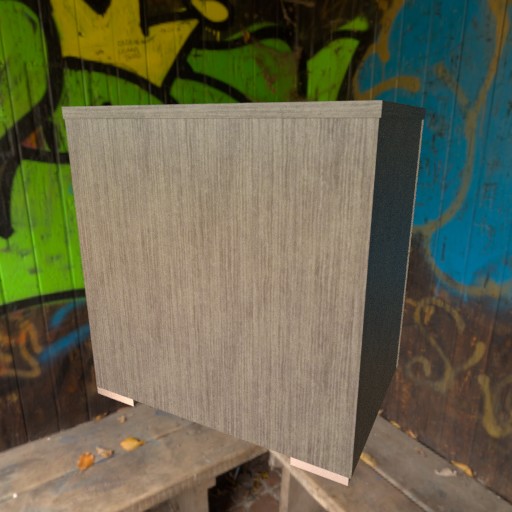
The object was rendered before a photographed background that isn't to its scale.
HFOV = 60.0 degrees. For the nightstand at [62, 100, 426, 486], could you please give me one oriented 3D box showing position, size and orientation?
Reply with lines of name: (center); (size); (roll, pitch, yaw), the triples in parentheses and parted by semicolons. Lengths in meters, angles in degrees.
nightstand: (0.000, 0.000, 0.725); (0.441, 0.460, 0.325); (9, 19, 26)
